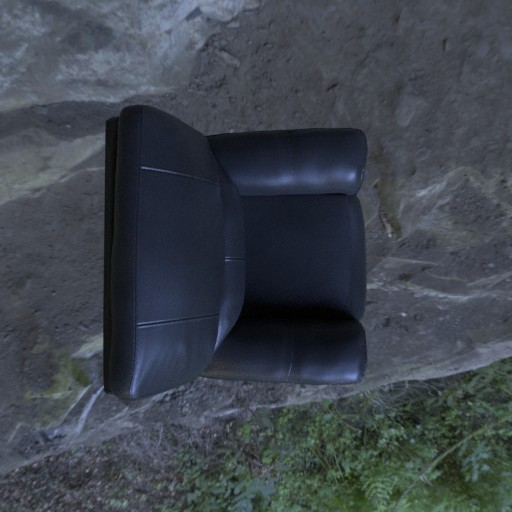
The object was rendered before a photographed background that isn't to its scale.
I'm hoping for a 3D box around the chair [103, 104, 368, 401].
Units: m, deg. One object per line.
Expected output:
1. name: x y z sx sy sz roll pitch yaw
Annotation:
1. chair: 0.000 0.000 1.978 1.087 1.109 1.096 0 88 0
